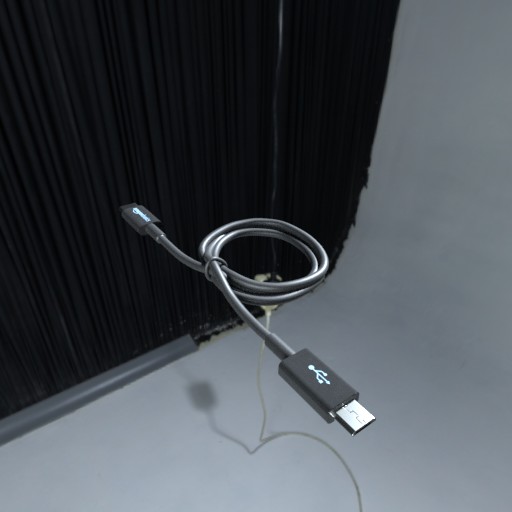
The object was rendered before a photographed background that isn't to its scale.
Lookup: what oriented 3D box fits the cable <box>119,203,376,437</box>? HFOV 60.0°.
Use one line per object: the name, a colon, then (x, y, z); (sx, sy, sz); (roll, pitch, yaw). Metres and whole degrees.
cable: (0.000, 0.000, 0.214); (0.070, 0.014, 0.192); (-21, 37, -30)
